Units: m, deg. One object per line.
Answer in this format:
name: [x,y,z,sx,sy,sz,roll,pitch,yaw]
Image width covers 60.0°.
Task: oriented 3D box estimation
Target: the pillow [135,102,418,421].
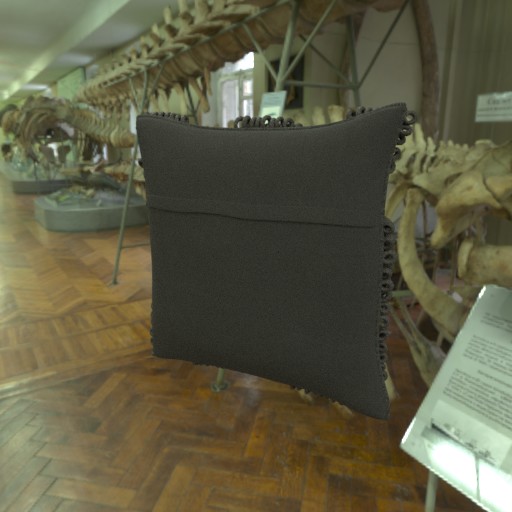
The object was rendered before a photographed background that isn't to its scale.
pillow: [0.000,0.000,0.733,0.470,0.467,0.172,7,17,26]
